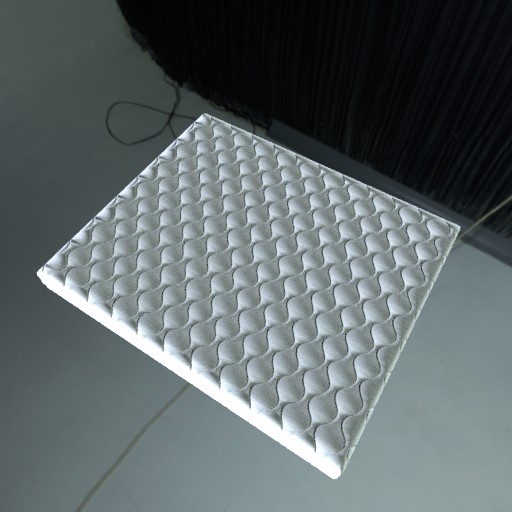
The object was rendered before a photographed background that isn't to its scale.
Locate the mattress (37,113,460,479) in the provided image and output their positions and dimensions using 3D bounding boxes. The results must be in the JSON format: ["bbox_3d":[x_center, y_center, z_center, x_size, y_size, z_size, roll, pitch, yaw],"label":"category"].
[{"bbox_3d":[0.000,0.000,2.617,1.900,0.200,1.600,28,62,17],"label":"mattress"}]
